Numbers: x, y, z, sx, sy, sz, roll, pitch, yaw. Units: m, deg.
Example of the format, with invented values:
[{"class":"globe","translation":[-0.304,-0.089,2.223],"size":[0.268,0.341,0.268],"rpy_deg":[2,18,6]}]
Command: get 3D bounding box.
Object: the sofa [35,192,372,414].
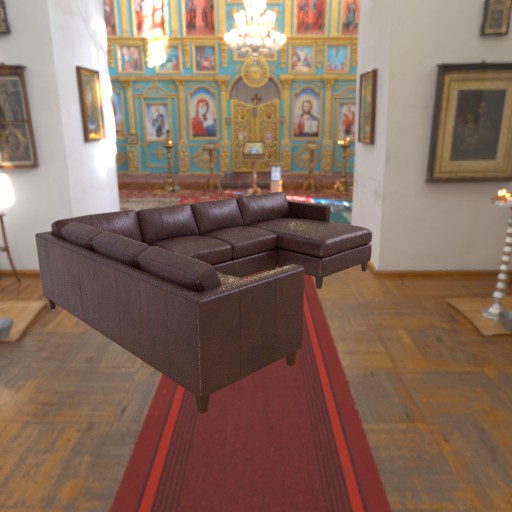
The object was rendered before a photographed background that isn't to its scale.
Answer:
[{"class":"sofa","translation":[0.000,0.000,4.446],"size":[3.324,0.891,2.452],"rpy_deg":[-15,21,-43]}]
